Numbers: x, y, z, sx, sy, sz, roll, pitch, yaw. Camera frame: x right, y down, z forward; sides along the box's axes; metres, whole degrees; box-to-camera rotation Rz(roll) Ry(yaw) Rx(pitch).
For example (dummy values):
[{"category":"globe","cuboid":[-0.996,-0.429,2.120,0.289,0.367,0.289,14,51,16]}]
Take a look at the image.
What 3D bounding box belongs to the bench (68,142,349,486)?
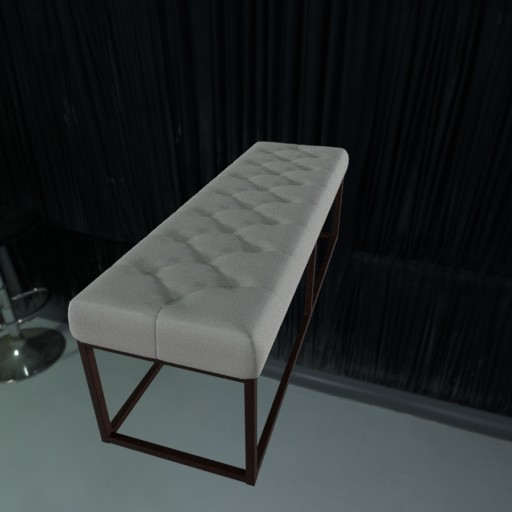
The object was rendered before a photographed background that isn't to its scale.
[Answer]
[{"category":"bench","cuboid":[0.000,0.000,1.674,0.479,0.488,1.488,9,30,15]}]
